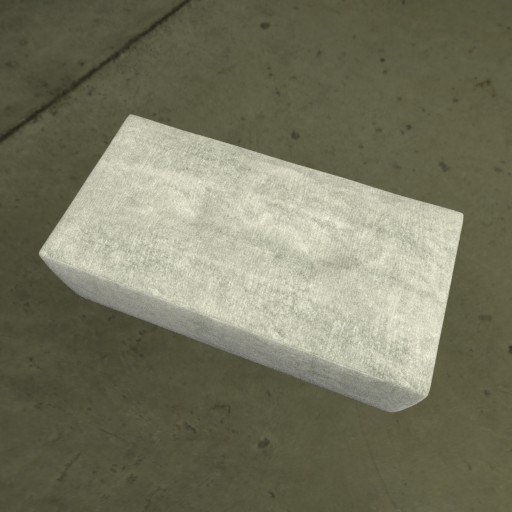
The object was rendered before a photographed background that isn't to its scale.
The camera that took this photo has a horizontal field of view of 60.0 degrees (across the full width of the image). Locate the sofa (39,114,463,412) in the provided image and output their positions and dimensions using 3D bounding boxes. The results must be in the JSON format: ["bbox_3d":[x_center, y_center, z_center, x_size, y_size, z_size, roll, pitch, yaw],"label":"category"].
[{"bbox_3d":[0.000,0.000,1.160,0.930,0.330,0.480,19,66,9],"label":"sofa"}]
